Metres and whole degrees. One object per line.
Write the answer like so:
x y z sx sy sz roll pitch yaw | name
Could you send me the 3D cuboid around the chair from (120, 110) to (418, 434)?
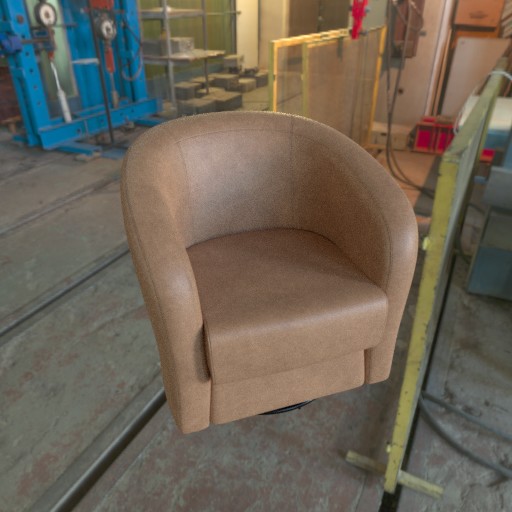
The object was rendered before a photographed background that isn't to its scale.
0.000 0.000 1.464 0.791 0.771 0.815 -10 32 -16 | chair
